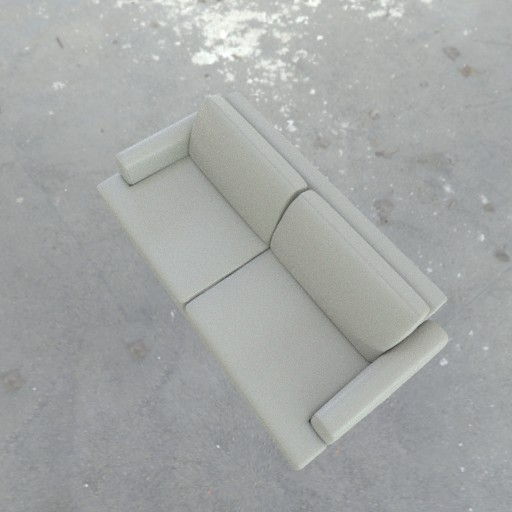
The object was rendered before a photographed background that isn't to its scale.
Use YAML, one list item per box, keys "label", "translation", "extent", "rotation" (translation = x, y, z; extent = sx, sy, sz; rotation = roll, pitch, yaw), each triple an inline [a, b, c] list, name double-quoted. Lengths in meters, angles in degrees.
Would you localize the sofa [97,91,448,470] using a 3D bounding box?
- label: "sofa"
  translation: [0.000, 0.000, 2.423]
  extent: [0.974, 0.765, 1.940]
  rotation: [-34, 68, -16]
